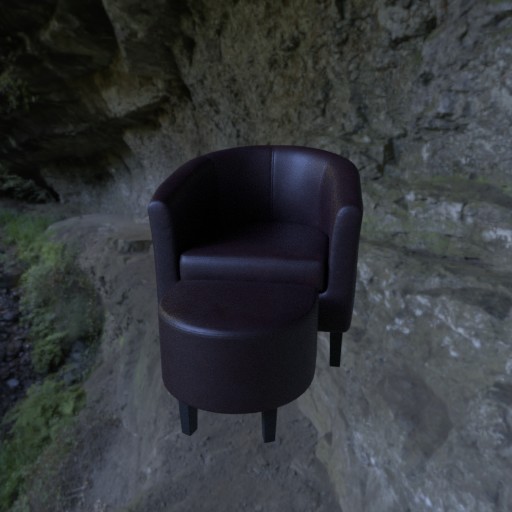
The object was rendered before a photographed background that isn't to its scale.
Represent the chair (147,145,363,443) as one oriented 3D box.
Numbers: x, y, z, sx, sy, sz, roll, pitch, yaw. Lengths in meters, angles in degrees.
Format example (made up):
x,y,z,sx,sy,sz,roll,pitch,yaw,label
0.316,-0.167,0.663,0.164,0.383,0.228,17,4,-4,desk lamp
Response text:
x,y,z,sx,sy,sz,roll,pitch,yaw,label
0.000,0.000,1.617,0.737,0.755,1.176,2,16,8,chair
